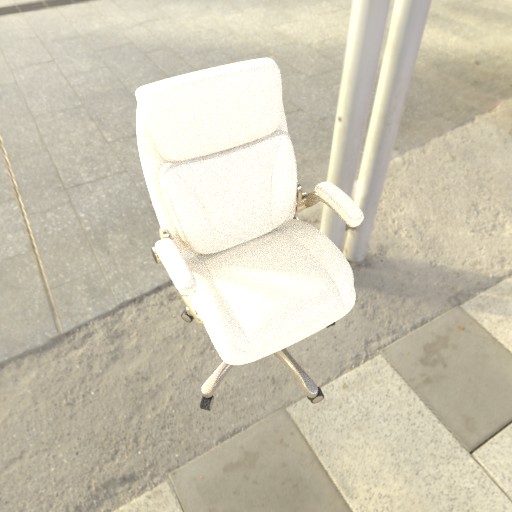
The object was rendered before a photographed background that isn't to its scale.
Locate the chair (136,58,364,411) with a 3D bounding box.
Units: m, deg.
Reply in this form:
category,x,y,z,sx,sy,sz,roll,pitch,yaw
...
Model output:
category,x,y,z,sx,sy,sz,roll,pitch,yaw
chair,0.000,0.000,1.633,0.740,1.110,0.794,-25,51,-22
